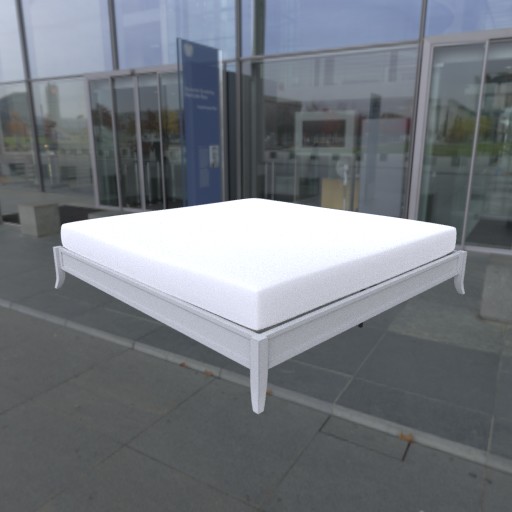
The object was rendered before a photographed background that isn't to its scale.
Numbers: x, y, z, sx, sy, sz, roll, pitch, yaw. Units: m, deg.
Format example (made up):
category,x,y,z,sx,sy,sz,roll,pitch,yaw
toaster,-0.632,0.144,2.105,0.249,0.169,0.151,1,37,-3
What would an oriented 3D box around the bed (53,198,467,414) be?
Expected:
category,x,y,z,sx,sy,sz,roll,pitch,yaw
bed,0.000,0.000,3.077,2.007,0.510,2.108,-14,20,-42
